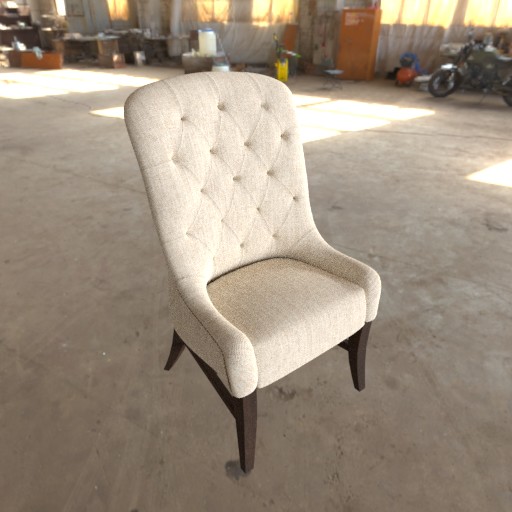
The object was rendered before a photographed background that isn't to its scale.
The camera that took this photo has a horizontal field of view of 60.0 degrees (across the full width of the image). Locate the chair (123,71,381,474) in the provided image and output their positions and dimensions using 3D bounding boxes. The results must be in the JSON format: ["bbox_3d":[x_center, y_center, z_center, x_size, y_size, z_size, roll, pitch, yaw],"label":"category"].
[{"bbox_3d":[0.000,0.000,1.484,0.634,1.091,0.629,-21,36,-33],"label":"chair"}]
